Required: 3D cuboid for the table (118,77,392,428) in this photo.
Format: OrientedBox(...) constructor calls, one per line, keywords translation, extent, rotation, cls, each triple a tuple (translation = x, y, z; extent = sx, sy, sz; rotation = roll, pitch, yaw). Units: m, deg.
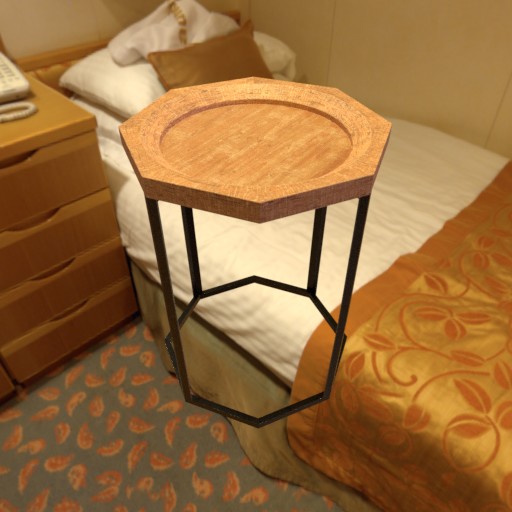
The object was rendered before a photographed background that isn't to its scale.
OrientedBox(translation=(0.000, 0.000, 0.887), extent=(0.437, 0.553, 0.437), rotation=(-1, 41, -1), cls="table")
